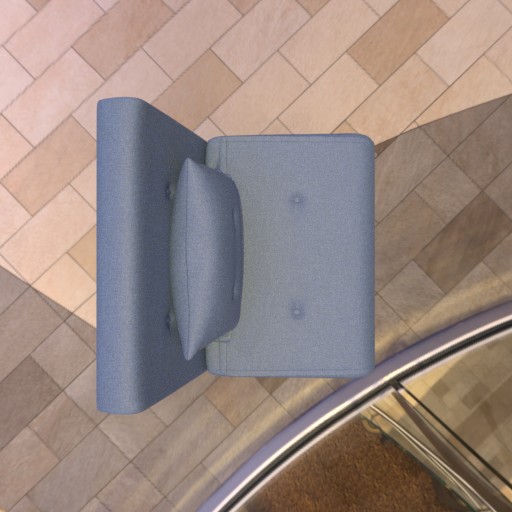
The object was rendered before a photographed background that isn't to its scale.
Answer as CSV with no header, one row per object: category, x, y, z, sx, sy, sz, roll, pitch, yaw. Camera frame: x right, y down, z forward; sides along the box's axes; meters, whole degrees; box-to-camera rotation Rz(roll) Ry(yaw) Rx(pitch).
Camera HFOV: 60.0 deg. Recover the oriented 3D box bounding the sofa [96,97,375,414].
sofa,0.000,0.000,1.762,0.996,0.860,0.999,0,90,0
